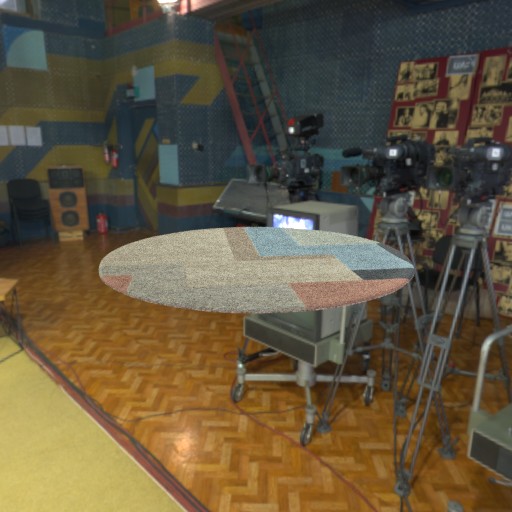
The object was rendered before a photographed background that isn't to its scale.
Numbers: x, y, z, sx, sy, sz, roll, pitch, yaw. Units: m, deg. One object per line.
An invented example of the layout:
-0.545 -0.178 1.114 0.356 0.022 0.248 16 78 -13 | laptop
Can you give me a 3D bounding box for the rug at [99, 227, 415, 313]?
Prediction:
0.000 0.000 3.644 2.461 0.033 2.461 0 14 0 | rug
